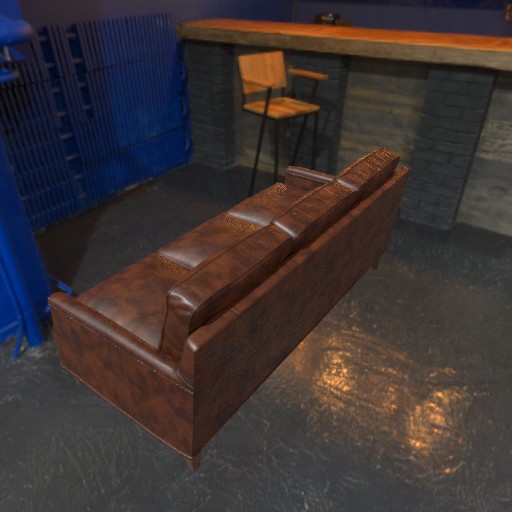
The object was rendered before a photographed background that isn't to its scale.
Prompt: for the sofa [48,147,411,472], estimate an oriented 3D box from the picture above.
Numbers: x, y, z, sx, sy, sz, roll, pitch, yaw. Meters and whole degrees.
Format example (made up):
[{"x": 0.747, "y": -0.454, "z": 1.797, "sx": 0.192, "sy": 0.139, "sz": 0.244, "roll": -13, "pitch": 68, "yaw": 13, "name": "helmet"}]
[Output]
[{"x": 0.000, "y": 0.000, "z": 2.763, "sx": 1.084, "sy": 1.003, "sz": 2.240, "roll": 22, "pitch": 39, "yaw": 30, "name": "sofa"}]
